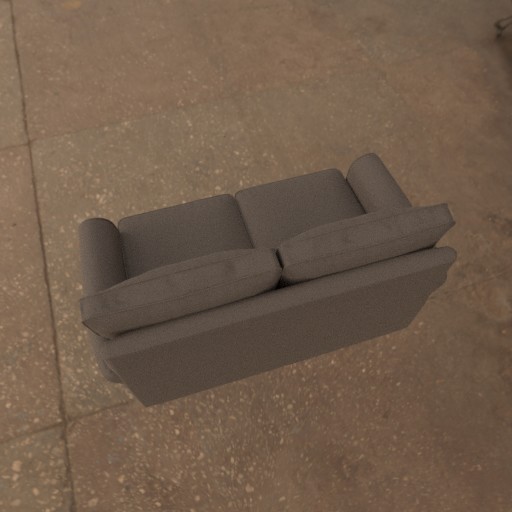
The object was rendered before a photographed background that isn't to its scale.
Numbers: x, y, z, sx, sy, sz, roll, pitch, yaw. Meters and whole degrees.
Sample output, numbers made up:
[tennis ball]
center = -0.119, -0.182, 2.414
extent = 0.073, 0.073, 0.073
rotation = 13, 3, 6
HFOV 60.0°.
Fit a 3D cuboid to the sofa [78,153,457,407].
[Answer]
[sofa]
center = 0.000, 0.000, 2.248
extent = 1.665, 0.937, 0.964
rotation = -15, 59, -9
